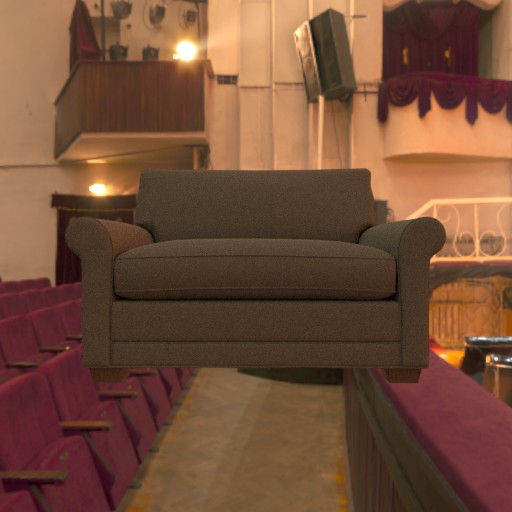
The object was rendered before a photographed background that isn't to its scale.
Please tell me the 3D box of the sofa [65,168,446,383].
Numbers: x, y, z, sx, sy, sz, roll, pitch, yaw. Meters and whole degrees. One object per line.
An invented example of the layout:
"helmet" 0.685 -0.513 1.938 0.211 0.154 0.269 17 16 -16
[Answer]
"sofa" 0.000 0.000 2.069 1.410 0.953 0.940 0 0 0
